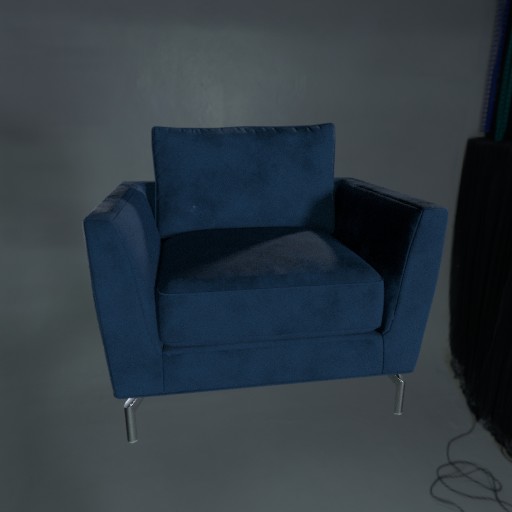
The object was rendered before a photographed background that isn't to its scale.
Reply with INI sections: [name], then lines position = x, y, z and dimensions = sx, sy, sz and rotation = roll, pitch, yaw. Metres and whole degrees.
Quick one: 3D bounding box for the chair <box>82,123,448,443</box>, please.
[chair]
position = 0.000, 0.000, 1.549
dimensions = 0.977, 0.893, 0.746
rotation = -3, 17, -9
